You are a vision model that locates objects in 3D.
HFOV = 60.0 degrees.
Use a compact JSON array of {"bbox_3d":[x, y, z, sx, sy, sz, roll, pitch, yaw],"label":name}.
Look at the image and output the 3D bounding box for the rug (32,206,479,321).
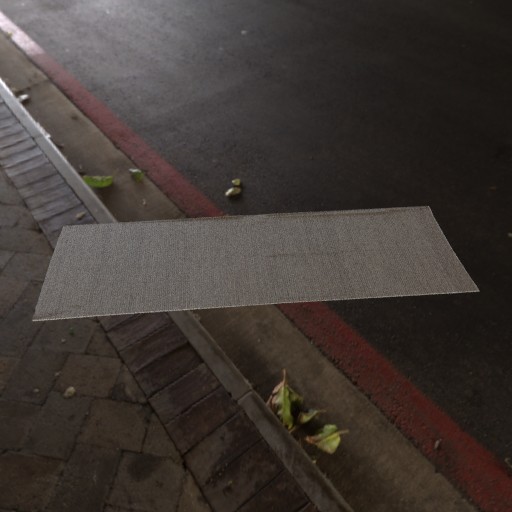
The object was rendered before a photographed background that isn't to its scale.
[{"bbox_3d":[0.000,0.000,2.612,2.390,0.014,0.741,-3,45,-3],"label":"rug"}]
